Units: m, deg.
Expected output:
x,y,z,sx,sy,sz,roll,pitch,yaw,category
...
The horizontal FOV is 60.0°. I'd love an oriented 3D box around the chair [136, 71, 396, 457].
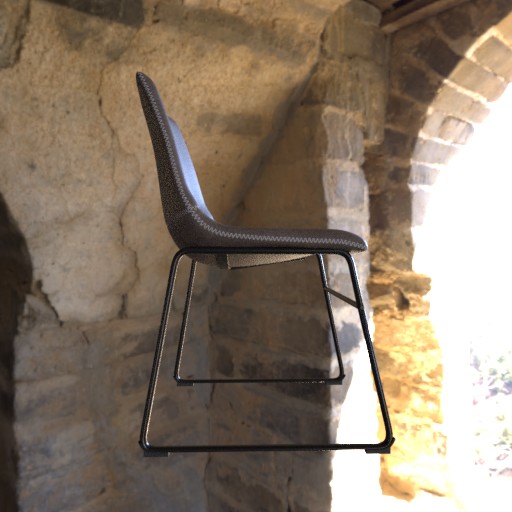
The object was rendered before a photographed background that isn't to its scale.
x,y,z,sx,sy,sz,roll,pitch,yaw,category
0.000,0.000,1.093,0.550,0.780,0.460,0,2,-2,chair
